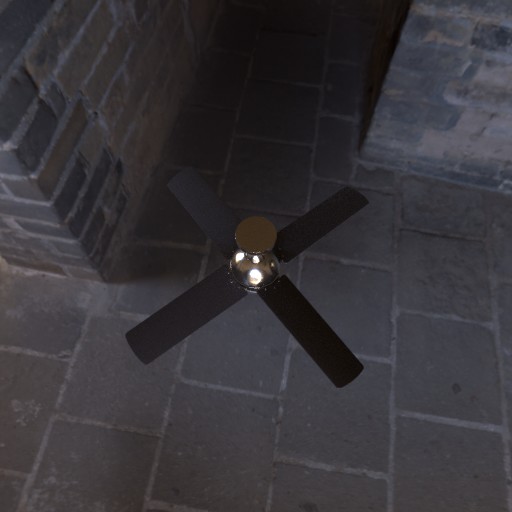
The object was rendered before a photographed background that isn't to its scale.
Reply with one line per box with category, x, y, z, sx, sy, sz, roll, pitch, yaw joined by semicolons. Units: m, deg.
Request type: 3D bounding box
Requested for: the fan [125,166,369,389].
fan;0.000;0.000;1.990;1.332;0.403;1.332;-35;69;-16
